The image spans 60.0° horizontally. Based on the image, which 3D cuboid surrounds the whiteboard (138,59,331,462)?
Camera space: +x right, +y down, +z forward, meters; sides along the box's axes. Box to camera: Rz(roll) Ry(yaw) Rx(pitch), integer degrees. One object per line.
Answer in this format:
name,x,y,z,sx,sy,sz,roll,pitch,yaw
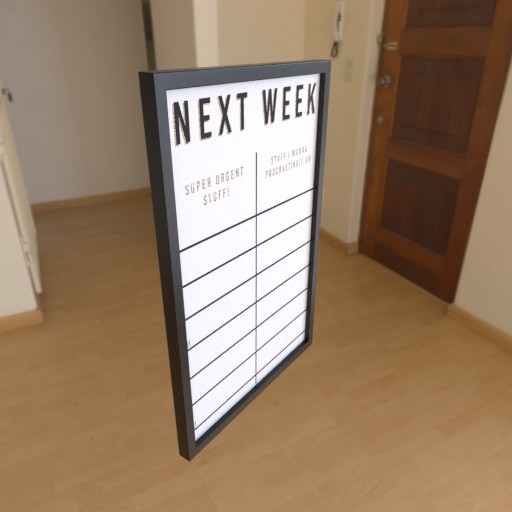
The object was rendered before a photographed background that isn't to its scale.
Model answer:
whiteboard,0.000,0.000,0.768,0.026,0.611,0.406,18,31,33
